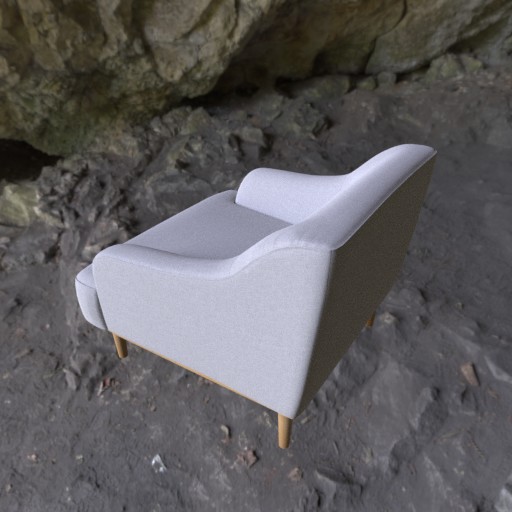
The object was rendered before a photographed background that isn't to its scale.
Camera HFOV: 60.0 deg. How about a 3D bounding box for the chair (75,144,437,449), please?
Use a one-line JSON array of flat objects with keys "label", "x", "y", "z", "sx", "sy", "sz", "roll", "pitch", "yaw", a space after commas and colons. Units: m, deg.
[{"label": "chair", "x": 0.000, "y": 0.000, "z": 1.632, "sx": 0.951, "sy": 0.818, "sz": 0.946, "roll": 20, "pitch": 37, "yaw": 29}]
